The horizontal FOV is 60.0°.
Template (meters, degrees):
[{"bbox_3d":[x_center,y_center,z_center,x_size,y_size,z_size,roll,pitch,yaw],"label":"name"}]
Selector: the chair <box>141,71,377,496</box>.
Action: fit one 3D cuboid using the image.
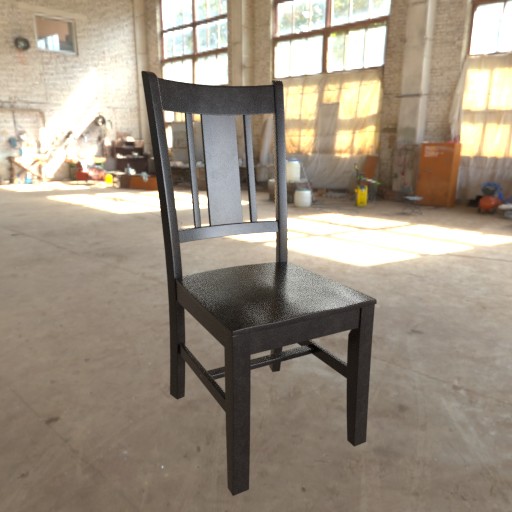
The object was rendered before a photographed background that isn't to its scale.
[{"bbox_3d":[0.000,0.000,1.241,0.450,0.998,0.555,-8,17,-27],"label":"chair"}]
